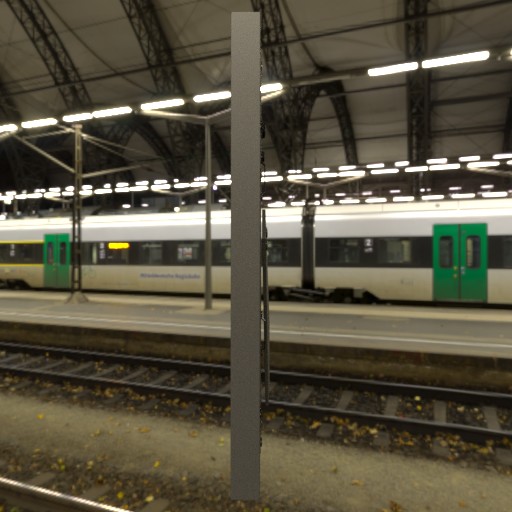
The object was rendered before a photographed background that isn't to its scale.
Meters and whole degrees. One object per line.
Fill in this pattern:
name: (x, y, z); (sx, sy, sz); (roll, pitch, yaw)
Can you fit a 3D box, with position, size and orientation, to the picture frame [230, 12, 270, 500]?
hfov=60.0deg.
picture frame: (0.000, 0.000, 0.501); (0.036, 0.383, 0.307); (0, 0, 1)
